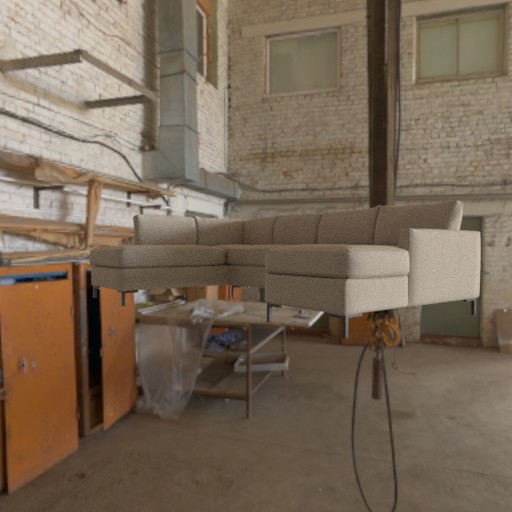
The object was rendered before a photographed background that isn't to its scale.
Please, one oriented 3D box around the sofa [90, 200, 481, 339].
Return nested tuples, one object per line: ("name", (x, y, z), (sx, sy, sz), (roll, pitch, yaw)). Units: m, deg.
("sofa", (0.000, 0.000, 3.857), (1.989, 0.862, 2.984), (-1, 1, -37))
